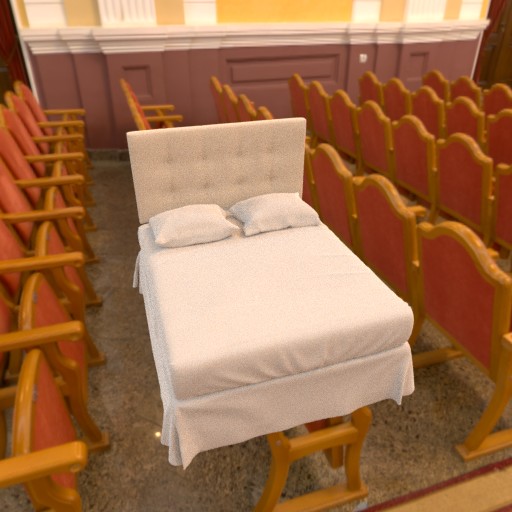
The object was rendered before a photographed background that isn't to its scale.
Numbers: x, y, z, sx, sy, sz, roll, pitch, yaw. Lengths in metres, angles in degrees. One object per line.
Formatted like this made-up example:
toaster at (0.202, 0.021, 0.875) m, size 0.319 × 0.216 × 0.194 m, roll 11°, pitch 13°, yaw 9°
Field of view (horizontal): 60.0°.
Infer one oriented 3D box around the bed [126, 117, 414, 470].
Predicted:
bed at (0.000, 0.000, 3.508) m, size 1.936 × 1.577 × 2.222 m, roll -10°, pitch 32°, yaw -16°
